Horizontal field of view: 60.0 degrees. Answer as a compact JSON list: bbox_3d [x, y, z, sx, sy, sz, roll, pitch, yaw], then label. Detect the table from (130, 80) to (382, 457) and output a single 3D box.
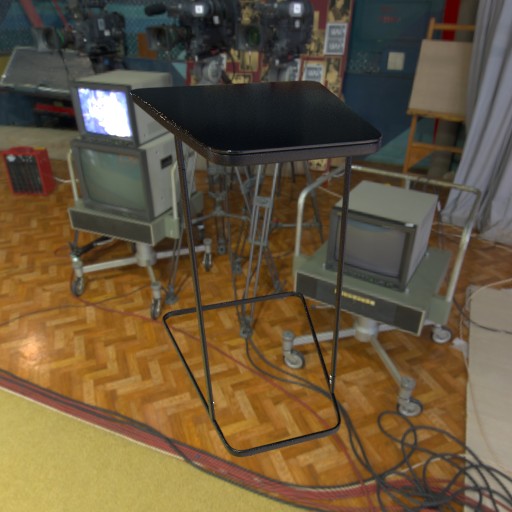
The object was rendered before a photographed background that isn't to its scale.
[{"bbox_3d":[0.000,0.000,0.956,0.427,0.624,0.500,-8,31,-14],"label":"table"}]
